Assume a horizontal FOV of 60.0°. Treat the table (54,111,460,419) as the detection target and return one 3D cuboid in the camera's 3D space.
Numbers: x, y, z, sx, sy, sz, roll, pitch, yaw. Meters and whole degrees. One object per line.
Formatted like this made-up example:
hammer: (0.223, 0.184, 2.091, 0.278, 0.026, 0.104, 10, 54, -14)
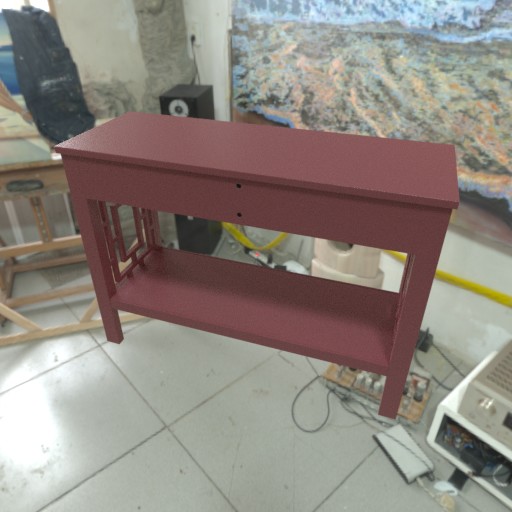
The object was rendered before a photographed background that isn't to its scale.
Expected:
table: (0.000, 0.000, 1.465, 1.068, 0.753, 0.397, 11, 35, 16)
